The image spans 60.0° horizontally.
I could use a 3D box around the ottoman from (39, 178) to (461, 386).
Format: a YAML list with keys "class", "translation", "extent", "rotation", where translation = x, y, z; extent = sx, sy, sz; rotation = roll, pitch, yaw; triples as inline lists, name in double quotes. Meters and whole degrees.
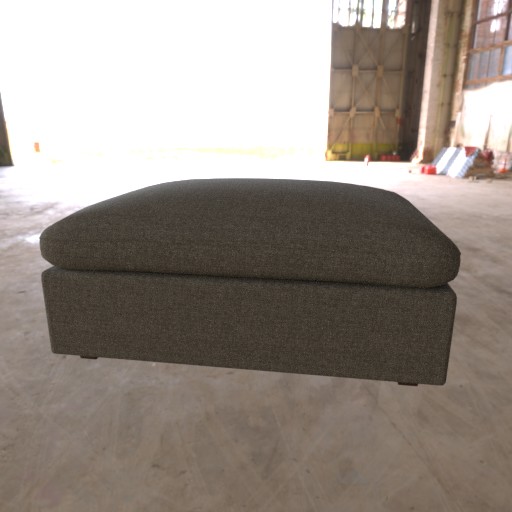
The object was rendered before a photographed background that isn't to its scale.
- class: "ottoman"
  translation: [0.000, 0.000, 1.412]
  extent: [1.041, 0.483, 0.711]
  rotation: [3, 16, 9]
